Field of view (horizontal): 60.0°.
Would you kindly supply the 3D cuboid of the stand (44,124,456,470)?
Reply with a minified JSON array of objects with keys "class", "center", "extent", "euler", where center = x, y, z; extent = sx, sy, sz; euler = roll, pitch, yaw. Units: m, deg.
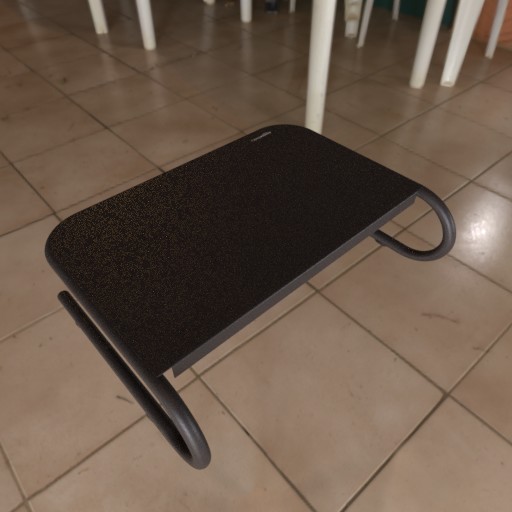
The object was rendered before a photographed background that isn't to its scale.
[{"class":"stand","center":[0.000,0.000,0.495],"extent":[0.370,0.108,0.280],"euler":[-33,53,-29]}]
